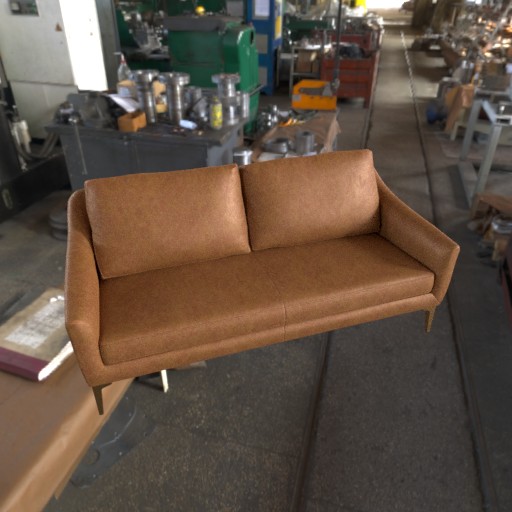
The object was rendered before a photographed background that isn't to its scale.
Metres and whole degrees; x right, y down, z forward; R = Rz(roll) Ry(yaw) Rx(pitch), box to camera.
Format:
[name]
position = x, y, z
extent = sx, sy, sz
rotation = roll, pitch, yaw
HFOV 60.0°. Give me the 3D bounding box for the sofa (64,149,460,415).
[sofa]
position = 0.000, 0.000, 2.576
extent = 2.036, 0.945, 0.981
rotation = -10, 33, -16
